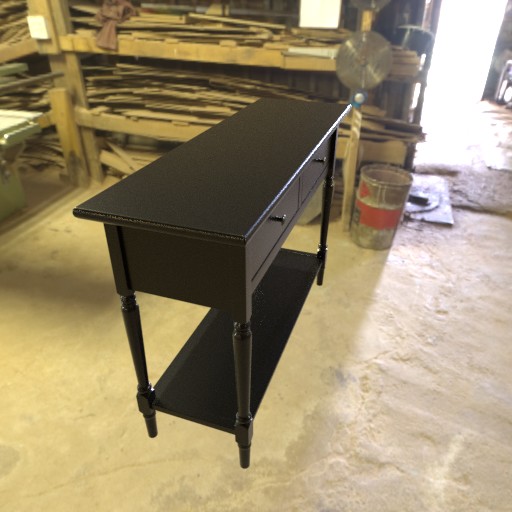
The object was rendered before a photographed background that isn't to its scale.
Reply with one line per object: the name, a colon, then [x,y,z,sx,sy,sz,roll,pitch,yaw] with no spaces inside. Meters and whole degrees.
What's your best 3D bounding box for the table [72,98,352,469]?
table: [0.000,0.000,1.548,0.386,0.819,1.191,10,32,17]
